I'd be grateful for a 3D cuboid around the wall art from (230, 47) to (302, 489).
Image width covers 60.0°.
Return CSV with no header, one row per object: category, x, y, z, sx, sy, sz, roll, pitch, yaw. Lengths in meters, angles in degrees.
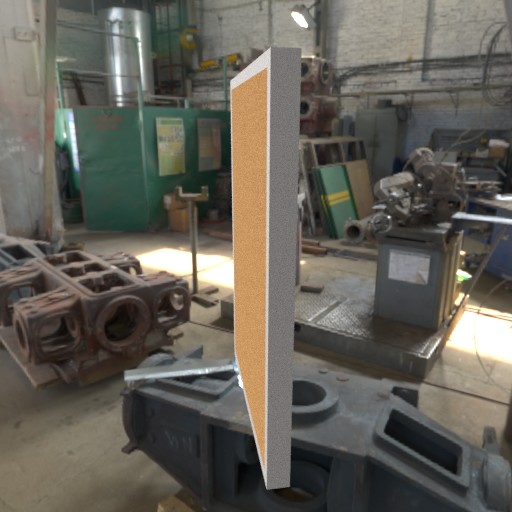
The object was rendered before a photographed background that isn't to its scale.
wall art,0.000,0.000,0.841,0.038,0.657,0.450,-3,17,-9
